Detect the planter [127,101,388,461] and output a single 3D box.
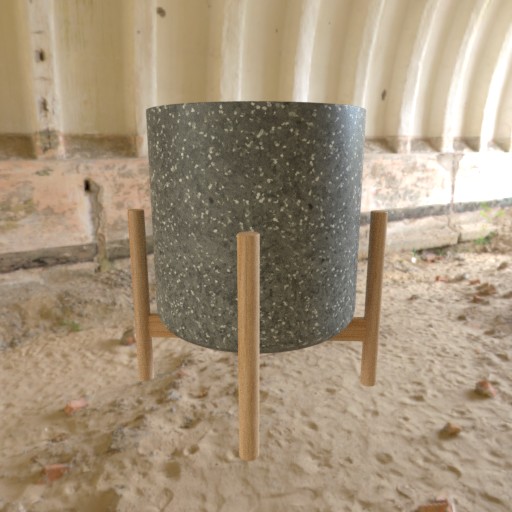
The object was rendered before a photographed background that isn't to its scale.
[{"bbox_3d":[0.000,0.000,0.677,0.360,0.419,0.360,6,15,24],"label":"planter"}]
